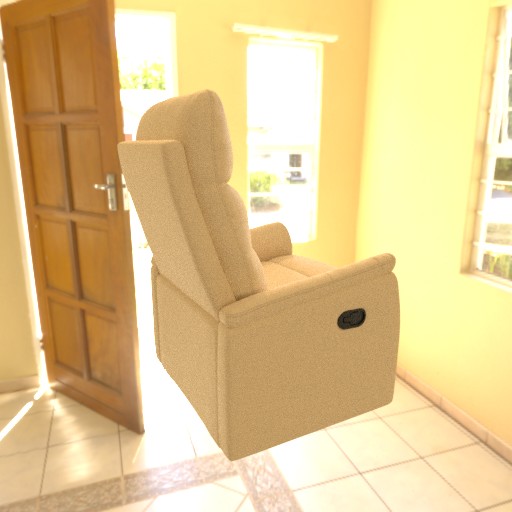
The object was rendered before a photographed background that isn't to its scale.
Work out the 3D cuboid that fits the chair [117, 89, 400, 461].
[{"bbox_3d":[0.000,0.000,1.628,0.831,1.082,0.775,-8,16,-28],"label":"chair"}]
